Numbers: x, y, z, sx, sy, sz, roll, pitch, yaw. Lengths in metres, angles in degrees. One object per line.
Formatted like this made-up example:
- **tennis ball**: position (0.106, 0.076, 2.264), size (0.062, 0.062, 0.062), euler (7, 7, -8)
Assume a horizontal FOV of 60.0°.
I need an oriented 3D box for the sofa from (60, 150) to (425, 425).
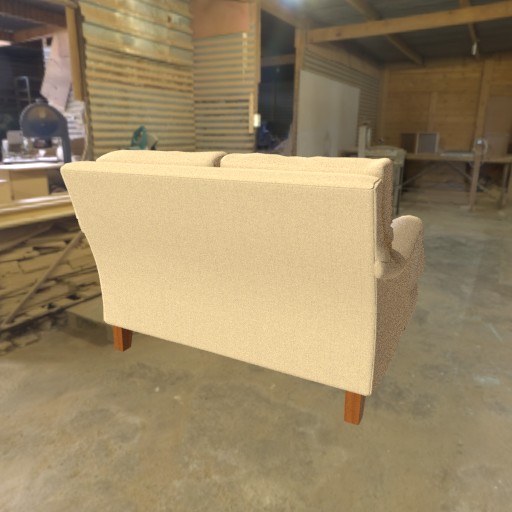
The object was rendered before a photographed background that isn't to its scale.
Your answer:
- **sofa**: position (0.000, 0.000, 2.238), size (1.508, 1.048, 1.087), euler (9, 18, 27)
